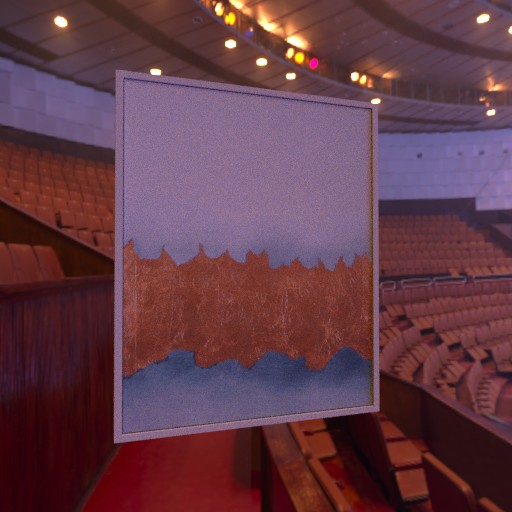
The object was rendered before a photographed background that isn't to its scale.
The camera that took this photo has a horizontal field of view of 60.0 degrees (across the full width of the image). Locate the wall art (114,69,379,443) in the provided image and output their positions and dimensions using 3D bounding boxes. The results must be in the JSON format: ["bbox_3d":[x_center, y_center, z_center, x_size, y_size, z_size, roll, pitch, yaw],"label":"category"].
[{"bbox_3d":[0.000,0.000,0.744,0.451,0.553,0.039,0,-1,-18],"label":"wall art"}]
